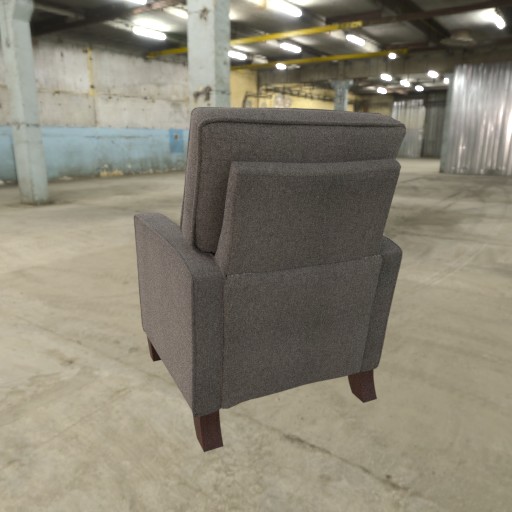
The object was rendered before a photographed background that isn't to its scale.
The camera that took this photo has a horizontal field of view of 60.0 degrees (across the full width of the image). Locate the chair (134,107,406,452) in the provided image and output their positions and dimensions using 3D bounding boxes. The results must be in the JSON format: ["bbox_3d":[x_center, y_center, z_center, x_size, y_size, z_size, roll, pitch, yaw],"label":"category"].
[{"bbox_3d":[0.000,0.000,1.449,0.650,0.889,0.775,-7,16,-25],"label":"chair"}]
